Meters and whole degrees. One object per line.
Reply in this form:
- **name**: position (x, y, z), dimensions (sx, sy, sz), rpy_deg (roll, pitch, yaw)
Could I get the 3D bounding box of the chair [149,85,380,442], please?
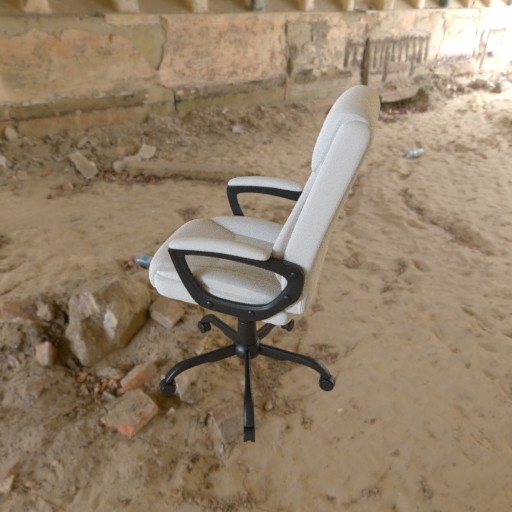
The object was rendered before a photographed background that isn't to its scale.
- **chair**: position (0.000, 0.000, 1.483), dimensions (0.669, 1.065, 0.663), rpy_deg (8, 31, 14)
